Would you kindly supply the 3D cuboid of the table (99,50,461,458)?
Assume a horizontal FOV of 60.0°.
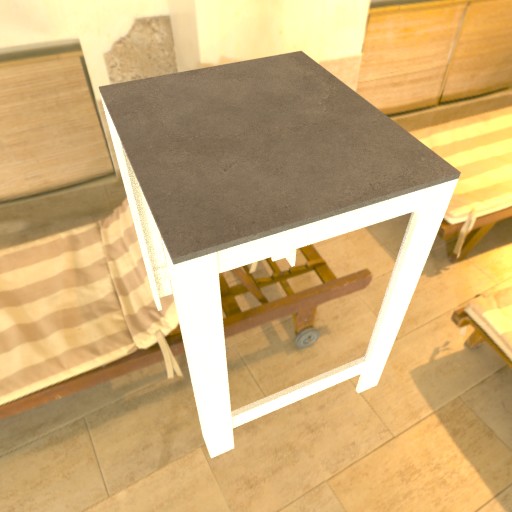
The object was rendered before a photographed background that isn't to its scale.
[{"bbox_3d":[0.000,0.000,1.561,0.700,1.020,0.800,-17,48,-16],"label":"table"}]
